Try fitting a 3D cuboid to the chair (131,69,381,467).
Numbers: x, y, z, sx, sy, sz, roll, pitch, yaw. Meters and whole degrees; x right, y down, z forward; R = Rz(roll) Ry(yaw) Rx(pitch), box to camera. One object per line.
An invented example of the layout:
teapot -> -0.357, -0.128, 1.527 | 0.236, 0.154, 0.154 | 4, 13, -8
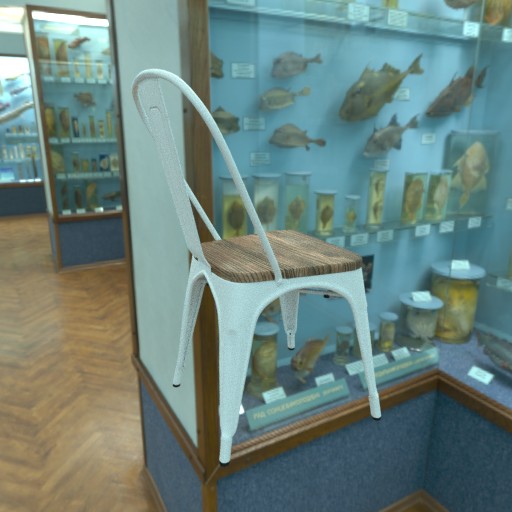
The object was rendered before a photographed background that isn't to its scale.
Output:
chair -> 0.000, 0.000, 1.128 | 0.521, 0.851, 0.452 | -8, 18, -26
